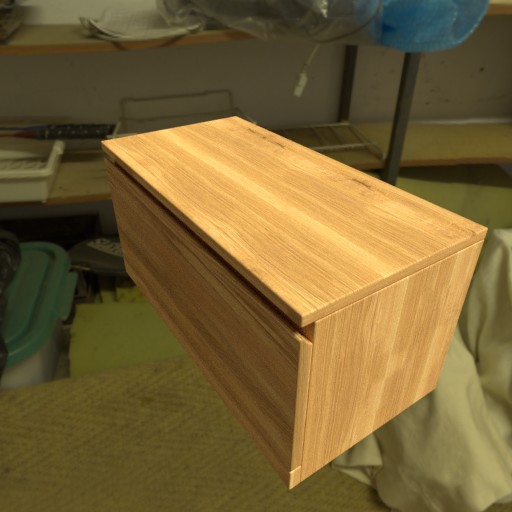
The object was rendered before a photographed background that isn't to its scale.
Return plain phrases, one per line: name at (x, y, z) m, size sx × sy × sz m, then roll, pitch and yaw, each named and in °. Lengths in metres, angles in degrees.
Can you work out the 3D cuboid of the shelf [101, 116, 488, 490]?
shelf at (0.000, 0.000, 1.035) m, size 0.400 × 0.400 × 0.800 m, roll -20°, pitch 38°, yaw -28°
